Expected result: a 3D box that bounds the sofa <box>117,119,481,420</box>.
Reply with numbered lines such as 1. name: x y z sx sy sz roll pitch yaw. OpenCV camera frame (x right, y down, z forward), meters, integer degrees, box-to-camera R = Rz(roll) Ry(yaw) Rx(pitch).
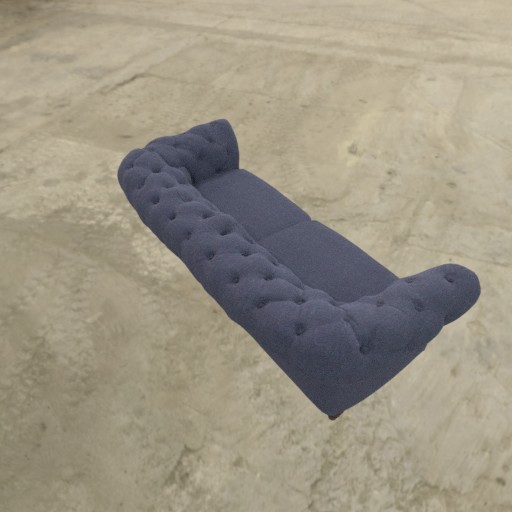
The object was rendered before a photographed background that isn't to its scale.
1. sofa: 0.000 0.000 2.804 1.046 0.836 2.335 -26 47 -27
